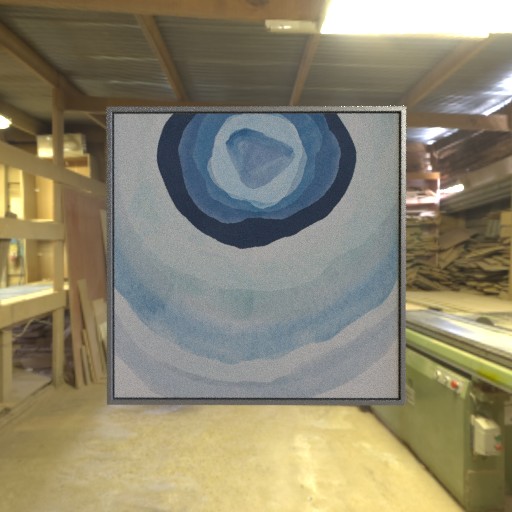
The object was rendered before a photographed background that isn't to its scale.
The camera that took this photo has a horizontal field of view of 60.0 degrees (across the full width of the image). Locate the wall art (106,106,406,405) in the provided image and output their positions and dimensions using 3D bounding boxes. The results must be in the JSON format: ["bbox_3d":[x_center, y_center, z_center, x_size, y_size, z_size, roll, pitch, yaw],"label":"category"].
[{"bbox_3d":[0.000,0.000,1.214,0.809,0.807,0.038,0,0,0],"label":"wall art"}]
